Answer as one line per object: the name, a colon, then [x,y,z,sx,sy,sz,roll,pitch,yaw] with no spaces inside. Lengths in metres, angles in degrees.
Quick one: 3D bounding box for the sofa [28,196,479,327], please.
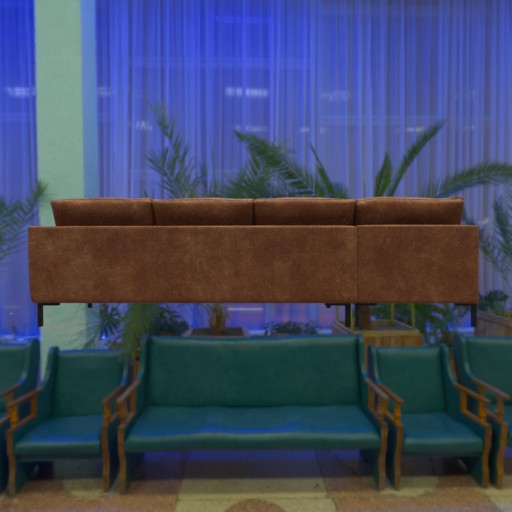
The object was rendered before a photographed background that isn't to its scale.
sofa: [0.000,0.000,3.834,2.984,0.877,1.938,0,2,0]
